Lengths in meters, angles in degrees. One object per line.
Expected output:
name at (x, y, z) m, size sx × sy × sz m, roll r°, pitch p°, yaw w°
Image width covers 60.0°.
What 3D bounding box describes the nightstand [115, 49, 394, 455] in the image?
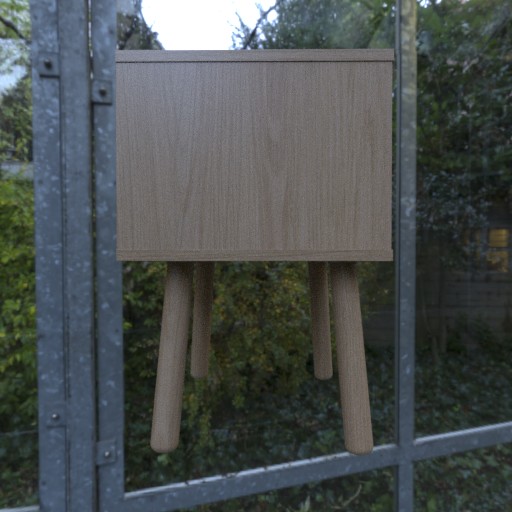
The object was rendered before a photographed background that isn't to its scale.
nightstand at (0.000, 0.000, 0.834) m, size 0.380 × 0.571 × 0.450 m, roll 0°, pitch 1°, yaw 1°
